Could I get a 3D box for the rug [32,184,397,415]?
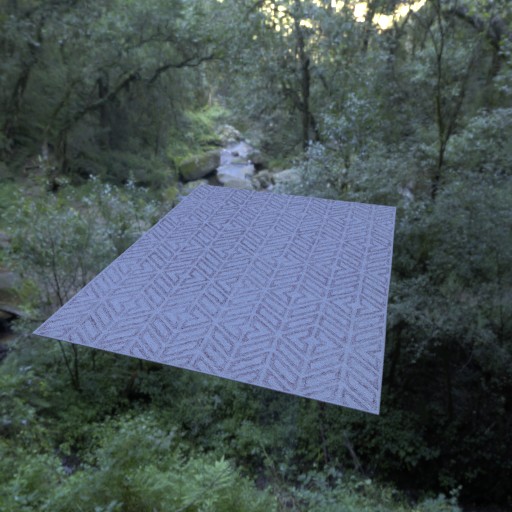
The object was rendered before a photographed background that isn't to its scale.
[{"bbox_3d":[0.000,0.000,4.113,2.421,0.008,3.045,9,32,15],"label":"rug"}]
